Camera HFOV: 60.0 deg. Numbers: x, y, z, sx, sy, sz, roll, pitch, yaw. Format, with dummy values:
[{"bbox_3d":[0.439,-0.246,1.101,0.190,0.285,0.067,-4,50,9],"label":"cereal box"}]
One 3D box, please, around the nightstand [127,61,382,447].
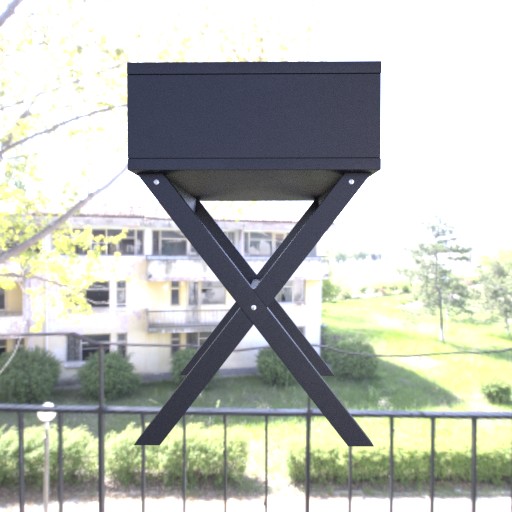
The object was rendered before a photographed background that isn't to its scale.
[{"bbox_3d":[0.000,0.000,0.943,0.402,0.623,0.479,0,1,1],"label":"nightstand"}]
